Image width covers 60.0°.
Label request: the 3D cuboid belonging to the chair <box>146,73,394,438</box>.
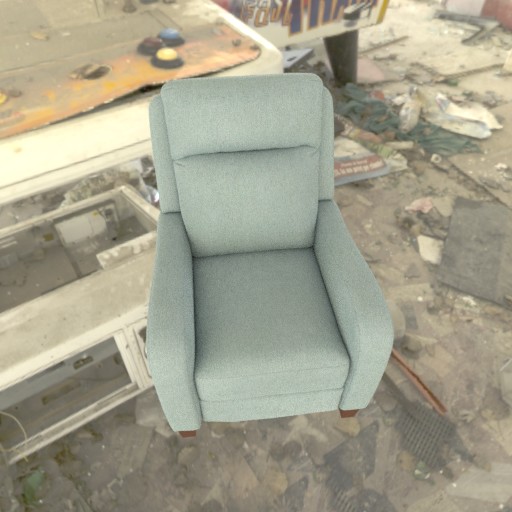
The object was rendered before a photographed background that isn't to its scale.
[{"bbox_3d":[0.000,0.000,1.708,0.785,1.067,0.988,-5,46,-5],"label":"chair"}]
